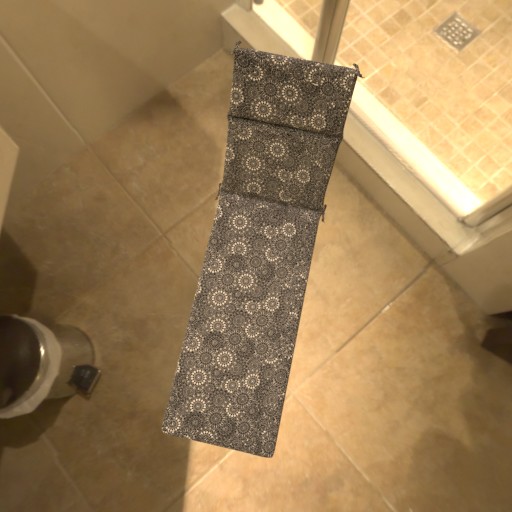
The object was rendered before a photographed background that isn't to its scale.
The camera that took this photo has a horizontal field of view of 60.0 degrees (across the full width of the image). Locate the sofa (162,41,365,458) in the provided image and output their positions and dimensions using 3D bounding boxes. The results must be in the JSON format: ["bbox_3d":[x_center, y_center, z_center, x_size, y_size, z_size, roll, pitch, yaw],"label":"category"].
[{"bbox_3d":[0.000,0.000,1.928,0.582,0.622,1.663,12,76,3],"label":"sofa"}]
